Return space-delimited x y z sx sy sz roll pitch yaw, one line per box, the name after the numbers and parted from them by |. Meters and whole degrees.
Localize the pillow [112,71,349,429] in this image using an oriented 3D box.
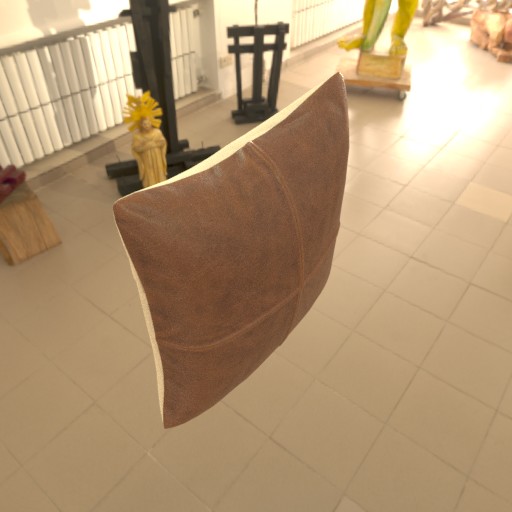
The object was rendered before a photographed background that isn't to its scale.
0.000 0.000 0.736 0.192 0.470 0.484 27 49 27 | pillow
